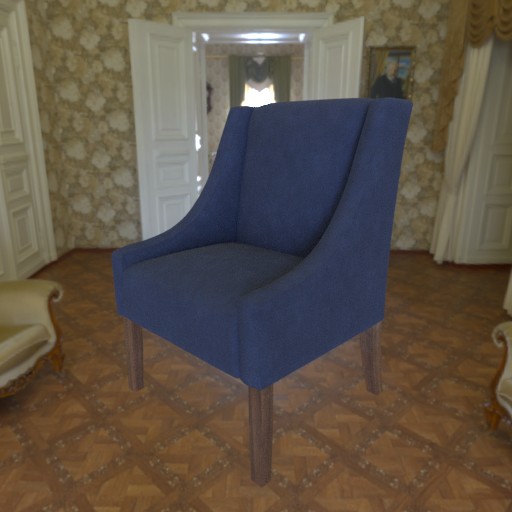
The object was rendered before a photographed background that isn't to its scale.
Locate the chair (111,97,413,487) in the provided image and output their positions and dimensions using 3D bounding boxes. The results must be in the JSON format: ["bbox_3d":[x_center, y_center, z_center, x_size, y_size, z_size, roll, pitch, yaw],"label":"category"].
[{"bbox_3d":[0.000,0.000,1.317,0.629,0.895,0.629,15,21,43],"label":"chair"}]
